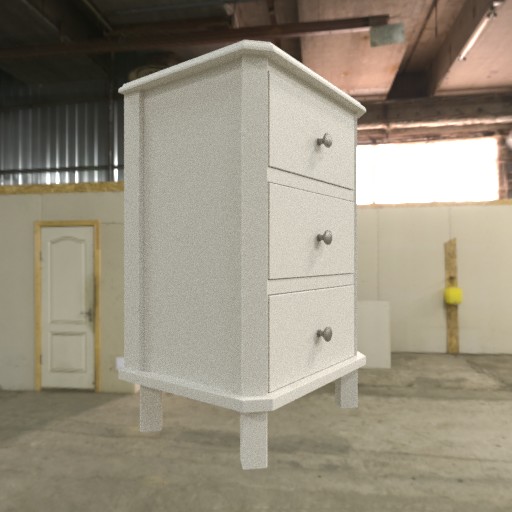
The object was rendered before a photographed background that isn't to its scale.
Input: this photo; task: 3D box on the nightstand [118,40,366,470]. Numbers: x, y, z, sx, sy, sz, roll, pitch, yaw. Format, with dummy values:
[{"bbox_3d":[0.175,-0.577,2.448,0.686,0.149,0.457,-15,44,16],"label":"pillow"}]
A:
[{"bbox_3d":[0.000,0.000,0.940,0.351,0.681,0.435,0,0,37],"label":"nightstand"}]
